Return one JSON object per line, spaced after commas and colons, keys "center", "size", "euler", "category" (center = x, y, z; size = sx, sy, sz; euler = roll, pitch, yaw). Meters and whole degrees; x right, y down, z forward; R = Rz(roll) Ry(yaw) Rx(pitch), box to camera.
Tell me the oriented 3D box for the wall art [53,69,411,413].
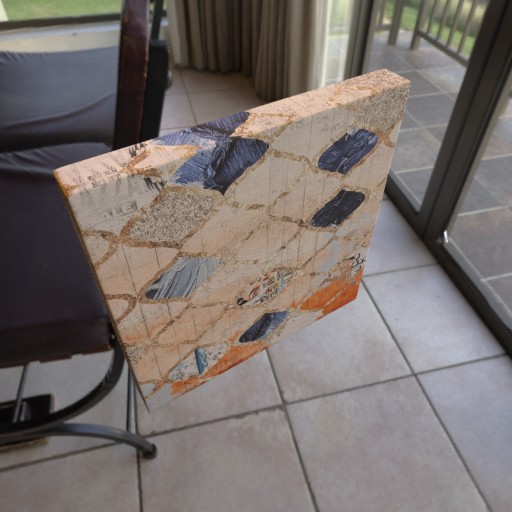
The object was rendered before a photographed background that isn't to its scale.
{"center": [0.000, 0.000, 0.451], "size": [0.303, 0.304, 0.036], "euler": [-25, 50, -22], "category": "wall art"}
